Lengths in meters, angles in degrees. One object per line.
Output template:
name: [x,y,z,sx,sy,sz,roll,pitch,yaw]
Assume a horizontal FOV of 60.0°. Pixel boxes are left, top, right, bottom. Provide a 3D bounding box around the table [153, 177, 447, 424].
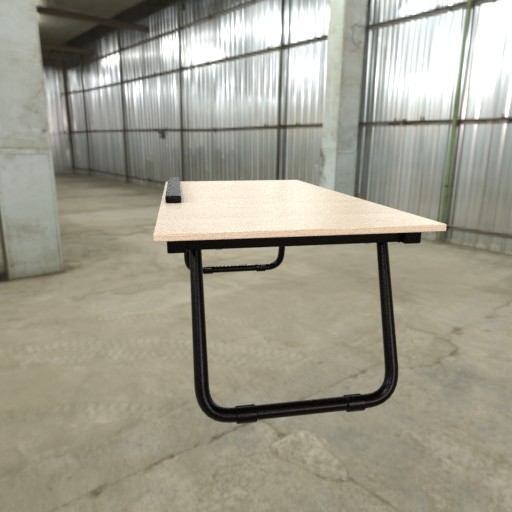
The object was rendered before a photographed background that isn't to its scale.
table: [0.000,0.000,0.803,0.322,0.242,0.644,-2,14,-10]
